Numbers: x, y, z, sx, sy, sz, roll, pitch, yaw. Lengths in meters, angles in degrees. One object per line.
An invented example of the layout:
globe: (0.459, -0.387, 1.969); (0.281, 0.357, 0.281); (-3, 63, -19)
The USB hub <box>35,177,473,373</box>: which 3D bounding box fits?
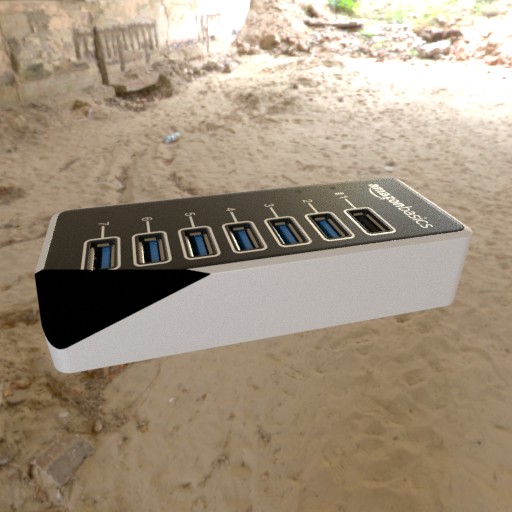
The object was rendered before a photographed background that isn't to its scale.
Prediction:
USB hub: (0.000, 0.000, 0.127); (0.110, 0.023, 0.044); (-8, 32, -13)
